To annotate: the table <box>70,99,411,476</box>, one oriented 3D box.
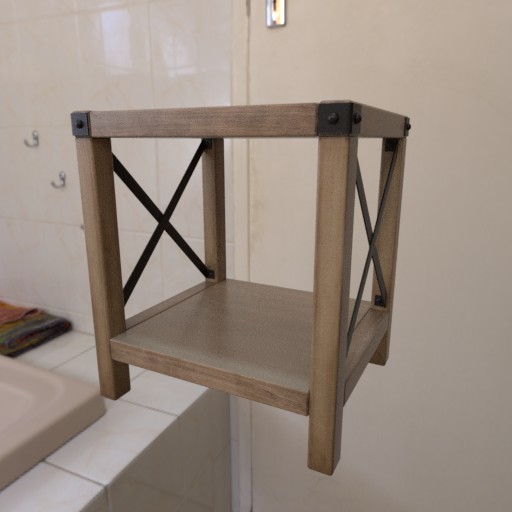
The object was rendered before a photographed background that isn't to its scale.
[{"bbox_3d":[0.000,0.000,0.916,0.510,0.561,0.459,7,16,26],"label":"table"}]
